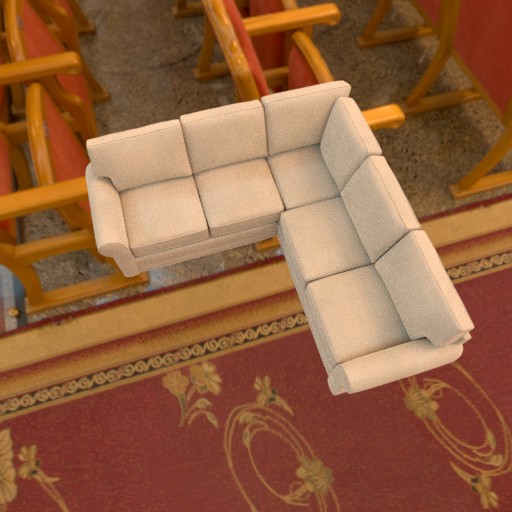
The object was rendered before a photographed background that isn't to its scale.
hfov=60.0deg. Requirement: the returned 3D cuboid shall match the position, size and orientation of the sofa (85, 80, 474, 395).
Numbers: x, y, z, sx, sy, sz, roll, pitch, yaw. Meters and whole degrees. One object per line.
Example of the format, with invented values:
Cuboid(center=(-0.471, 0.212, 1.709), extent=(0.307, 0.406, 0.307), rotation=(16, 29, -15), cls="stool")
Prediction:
Cuboid(center=(0.000, 0.000, 3.715), extent=(2.487, 1.054, 2.569), rotation=(-15, 65, -7), cls="sofa")
